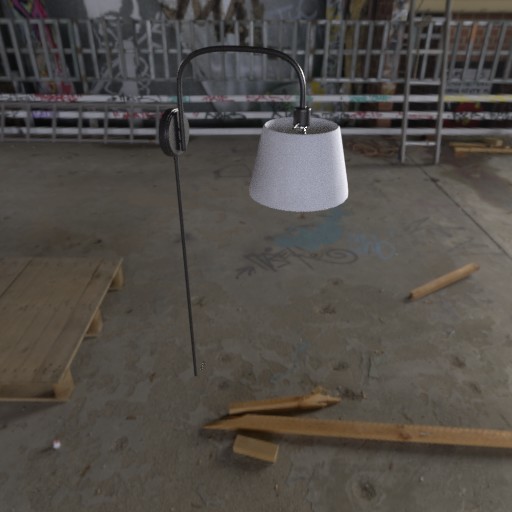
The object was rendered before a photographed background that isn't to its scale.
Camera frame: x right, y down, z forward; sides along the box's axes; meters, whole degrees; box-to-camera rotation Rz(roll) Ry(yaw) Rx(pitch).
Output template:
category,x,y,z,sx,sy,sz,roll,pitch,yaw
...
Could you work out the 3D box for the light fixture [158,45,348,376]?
category,x,y,z,sx,sy,sz,roll,pitch,yaw
light fixture,0.000,0.000,0.465,0.176,0.399,0.092,10,31,17
